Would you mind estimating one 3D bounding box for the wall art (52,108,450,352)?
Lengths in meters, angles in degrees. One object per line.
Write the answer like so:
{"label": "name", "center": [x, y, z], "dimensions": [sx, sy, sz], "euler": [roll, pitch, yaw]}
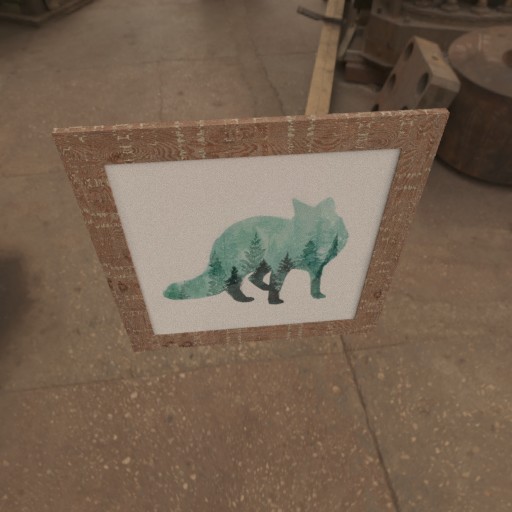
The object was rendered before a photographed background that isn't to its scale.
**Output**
{"label": "wall art", "center": [0.000, 0.000, 0.569], "dimensions": [0.384, 0.384, 0.012], "euler": [-4, 47, -4]}
